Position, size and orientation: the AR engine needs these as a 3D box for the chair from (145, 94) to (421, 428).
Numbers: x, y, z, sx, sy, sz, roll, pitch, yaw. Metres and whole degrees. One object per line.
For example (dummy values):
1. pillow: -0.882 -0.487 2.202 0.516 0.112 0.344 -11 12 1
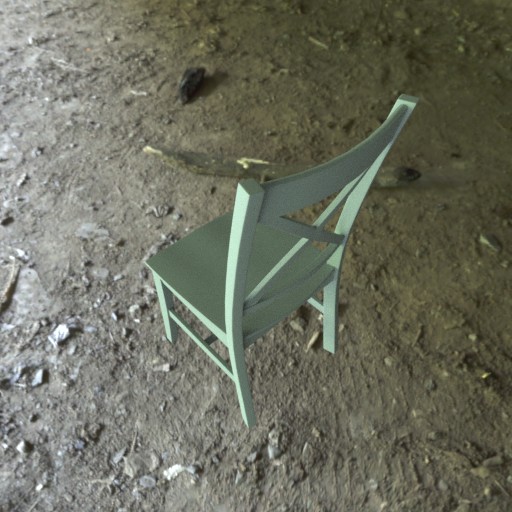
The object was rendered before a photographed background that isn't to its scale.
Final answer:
1. chair: 0.000 0.000 1.293 0.485 0.983 0.542 -34 54 -28
